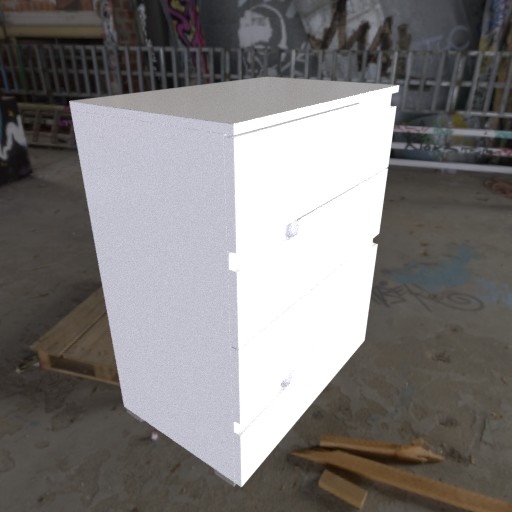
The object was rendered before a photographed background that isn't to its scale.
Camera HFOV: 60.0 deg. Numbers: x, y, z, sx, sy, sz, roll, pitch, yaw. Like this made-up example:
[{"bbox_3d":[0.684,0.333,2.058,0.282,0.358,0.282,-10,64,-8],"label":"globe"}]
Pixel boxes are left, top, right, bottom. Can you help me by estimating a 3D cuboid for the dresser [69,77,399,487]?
[{"bbox_3d":[0.000,0.000,1.146,0.400,0.800,0.650,18,32,32],"label":"dresser"}]
